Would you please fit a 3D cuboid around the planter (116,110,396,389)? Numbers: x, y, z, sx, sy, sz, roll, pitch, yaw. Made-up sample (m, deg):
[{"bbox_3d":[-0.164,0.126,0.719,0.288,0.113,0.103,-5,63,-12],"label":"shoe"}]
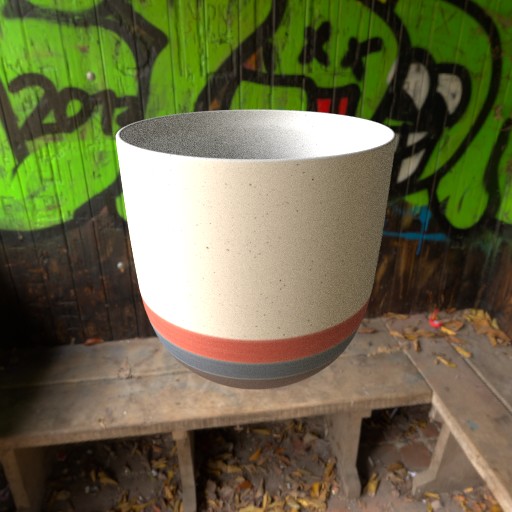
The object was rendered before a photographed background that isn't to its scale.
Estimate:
[{"bbox_3d":[0.000,0.000,0.380,0.204,0.214,0.204,0,26,0],"label":"planter"}]
